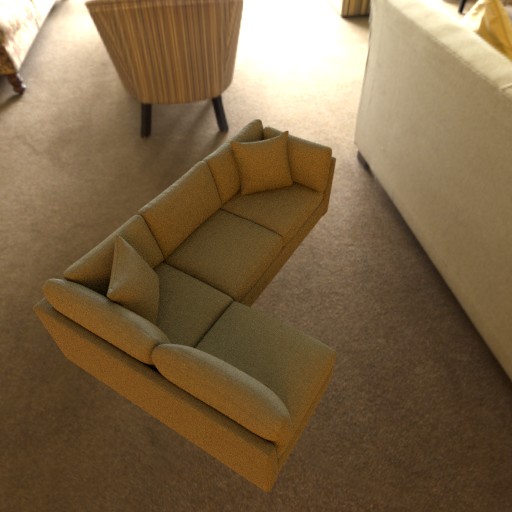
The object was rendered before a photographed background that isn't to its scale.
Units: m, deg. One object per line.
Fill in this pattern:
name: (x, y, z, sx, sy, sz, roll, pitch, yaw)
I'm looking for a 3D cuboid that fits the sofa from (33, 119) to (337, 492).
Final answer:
sofa: (0.000, 0.000, 3.796, 1.994, 0.978, 2.896, 24, 51, 22)
